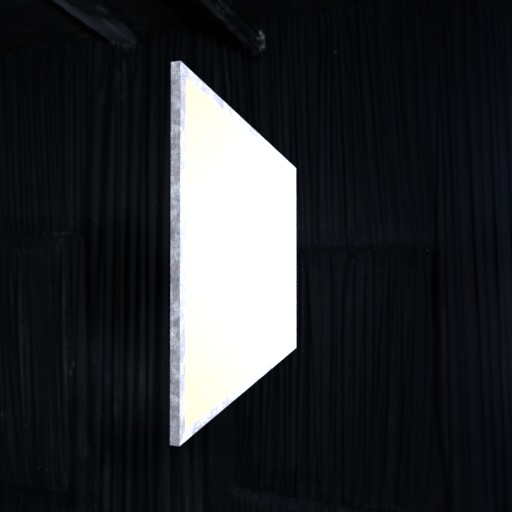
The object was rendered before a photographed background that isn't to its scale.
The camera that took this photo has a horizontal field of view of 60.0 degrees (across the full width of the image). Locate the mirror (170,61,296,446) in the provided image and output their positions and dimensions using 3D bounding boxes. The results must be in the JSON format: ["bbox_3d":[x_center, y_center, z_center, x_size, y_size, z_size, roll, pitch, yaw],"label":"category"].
[{"bbox_3d":[0.000,0.000,1.442,0.022,0.795,1.101,0,-1,18],"label":"mirror"}]
